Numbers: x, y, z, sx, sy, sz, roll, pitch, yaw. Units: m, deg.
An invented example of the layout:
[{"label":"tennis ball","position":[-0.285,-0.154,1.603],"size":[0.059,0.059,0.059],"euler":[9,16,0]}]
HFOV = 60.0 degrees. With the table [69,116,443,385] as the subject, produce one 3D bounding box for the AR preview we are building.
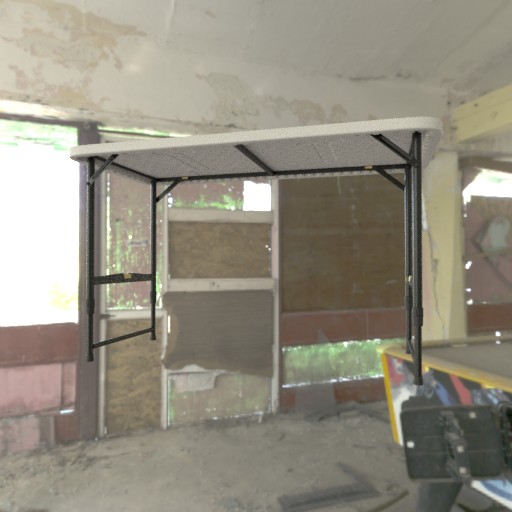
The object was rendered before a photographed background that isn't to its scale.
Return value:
[{"label":"table","position":[0.000,0.000,1.620],"size":[1.219,0.737,0.610],"euler":[0,-1,16]}]
